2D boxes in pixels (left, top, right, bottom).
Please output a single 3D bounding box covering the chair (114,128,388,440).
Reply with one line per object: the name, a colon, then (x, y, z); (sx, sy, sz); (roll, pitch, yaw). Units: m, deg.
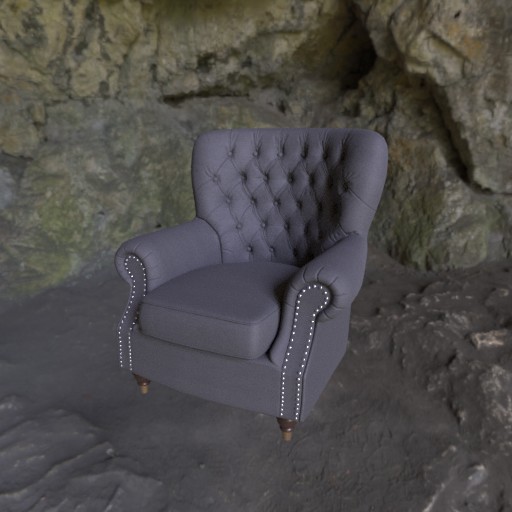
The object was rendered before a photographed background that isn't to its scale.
chair: (0.000, 0.000, 1.871); (0.983, 1.046, 0.983); (8, 17, 26)
